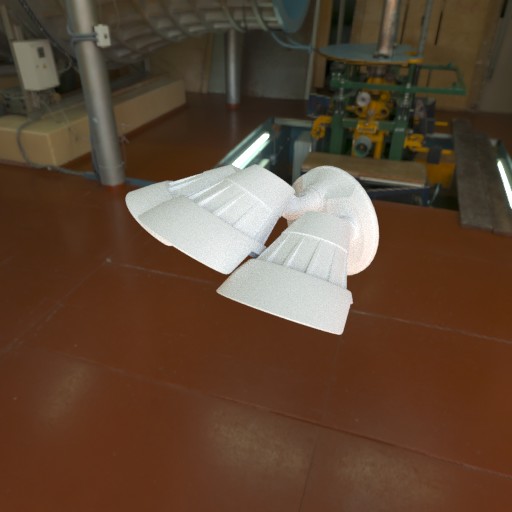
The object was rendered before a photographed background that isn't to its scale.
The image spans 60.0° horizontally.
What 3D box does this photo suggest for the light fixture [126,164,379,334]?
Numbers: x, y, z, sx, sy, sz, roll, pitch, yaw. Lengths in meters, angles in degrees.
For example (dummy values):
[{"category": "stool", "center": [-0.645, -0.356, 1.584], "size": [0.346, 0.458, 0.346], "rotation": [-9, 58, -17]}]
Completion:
[{"category": "light fixture", "center": [0.000, 0.000, 0.561], "size": [0.278, 0.237, 0.369], "rotation": [-22, 39, -31]}]
